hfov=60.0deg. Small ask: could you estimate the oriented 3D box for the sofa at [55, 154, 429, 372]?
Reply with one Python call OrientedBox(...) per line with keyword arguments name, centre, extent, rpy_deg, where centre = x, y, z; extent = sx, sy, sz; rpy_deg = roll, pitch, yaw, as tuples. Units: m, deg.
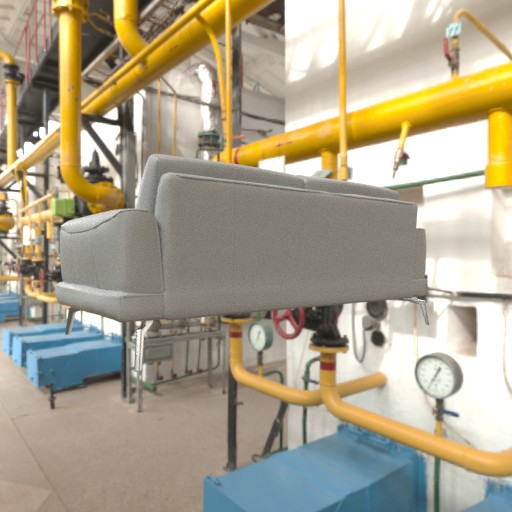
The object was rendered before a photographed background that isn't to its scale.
OrientedBox(name="sofa", centre=(0.000, 0.000, 2.782), extent=(2.177, 0.930, 1.121), rpy_deg=(0, 0, -37))
